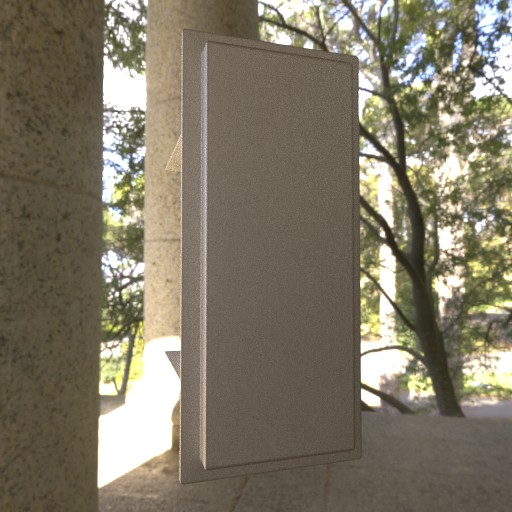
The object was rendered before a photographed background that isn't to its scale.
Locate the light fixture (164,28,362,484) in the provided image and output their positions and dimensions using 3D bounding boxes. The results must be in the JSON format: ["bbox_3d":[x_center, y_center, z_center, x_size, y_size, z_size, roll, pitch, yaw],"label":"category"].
[{"bbox_3d":[0.000,0.000,0.452,0.168,0.380,0.160,1,-2,-17],"label":"light fixture"}]
